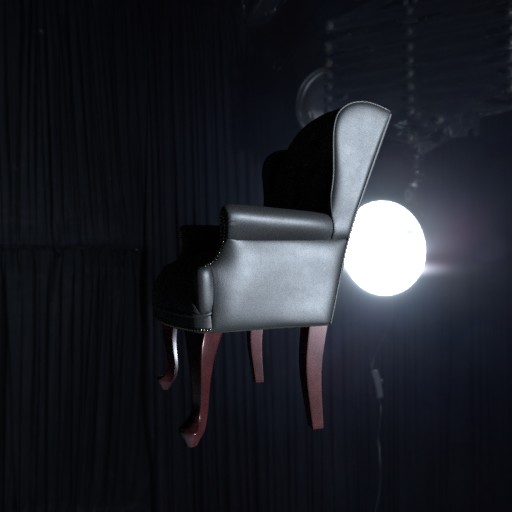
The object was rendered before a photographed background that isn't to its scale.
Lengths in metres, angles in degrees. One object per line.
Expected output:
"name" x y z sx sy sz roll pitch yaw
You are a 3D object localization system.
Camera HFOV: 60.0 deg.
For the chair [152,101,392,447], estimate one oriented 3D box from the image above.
"chair" 0.000 0.000 1.678 0.762 1.111 0.838 0 -1 -19
